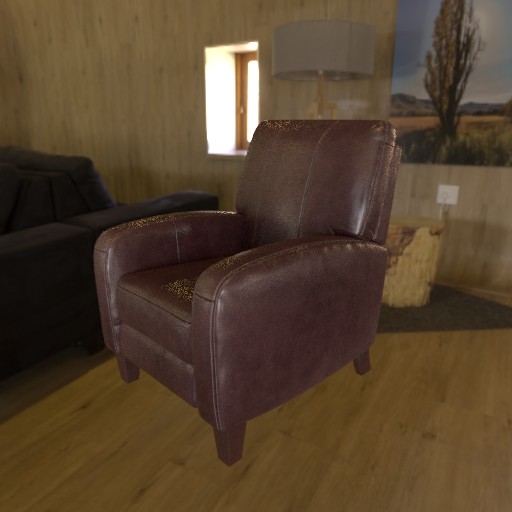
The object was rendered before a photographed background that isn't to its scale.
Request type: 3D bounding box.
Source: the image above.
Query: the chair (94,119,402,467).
[{"bbox_3d":[0.000,0.000,1.683,0.990,0.990,0.762,-16,23,-42],"label":"chair"}]
